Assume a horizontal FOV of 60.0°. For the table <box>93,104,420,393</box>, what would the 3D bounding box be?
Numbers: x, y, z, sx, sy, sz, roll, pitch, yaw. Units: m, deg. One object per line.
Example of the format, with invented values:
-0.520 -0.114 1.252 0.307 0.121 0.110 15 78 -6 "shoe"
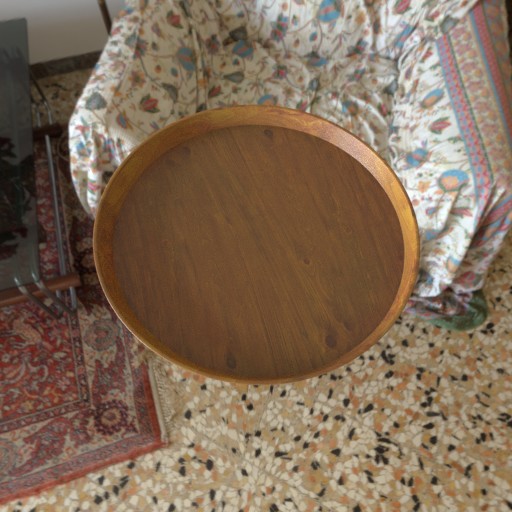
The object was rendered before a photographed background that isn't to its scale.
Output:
0.000 0.000 1.591 1.016 0.470 1.016 0 63 0 "table"
